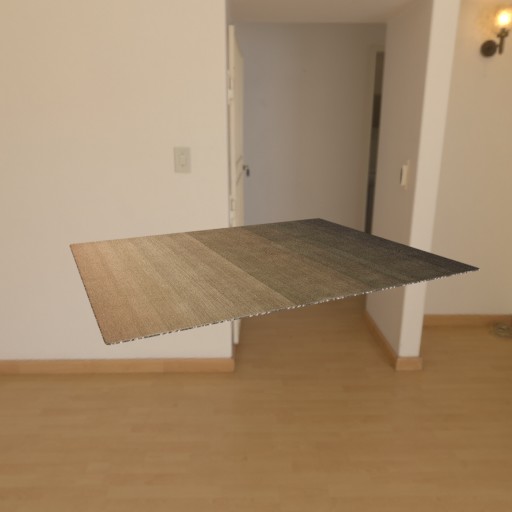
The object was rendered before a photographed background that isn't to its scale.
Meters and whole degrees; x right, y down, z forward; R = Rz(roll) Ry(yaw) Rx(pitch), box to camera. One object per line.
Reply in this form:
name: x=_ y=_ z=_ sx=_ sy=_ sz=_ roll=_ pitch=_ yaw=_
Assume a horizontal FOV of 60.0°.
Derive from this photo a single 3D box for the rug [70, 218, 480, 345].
rug: x=0.000 y=0.000 z=3.926 sx=2.902 sy=0.017 sz=2.306 roll=-8 pitch=18 yaw=-25
